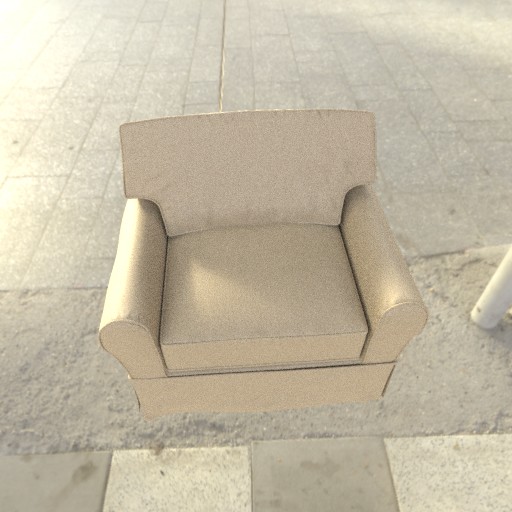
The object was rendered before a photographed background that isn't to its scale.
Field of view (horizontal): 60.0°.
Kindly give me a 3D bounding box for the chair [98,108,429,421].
[{"bbox_3d":[0.000,0.000,1.778,1.096,0.937,0.903,-3,47,-3],"label":"chair"}]
